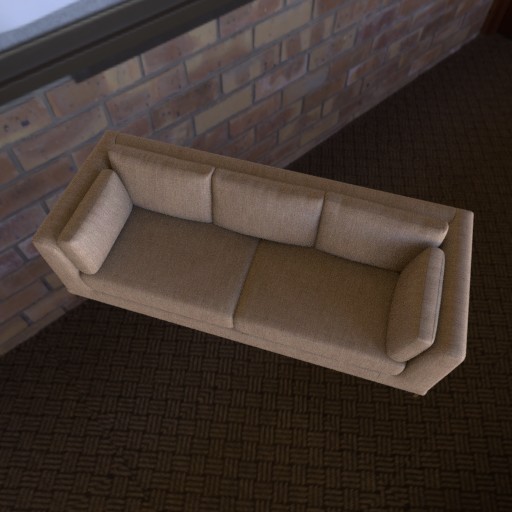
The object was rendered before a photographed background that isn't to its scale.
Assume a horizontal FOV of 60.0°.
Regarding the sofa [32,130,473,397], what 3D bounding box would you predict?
[{"bbox_3d":[0.000,0.000,2.837,2.415,0.867,0.969,14,59,9],"label":"sofa"}]
